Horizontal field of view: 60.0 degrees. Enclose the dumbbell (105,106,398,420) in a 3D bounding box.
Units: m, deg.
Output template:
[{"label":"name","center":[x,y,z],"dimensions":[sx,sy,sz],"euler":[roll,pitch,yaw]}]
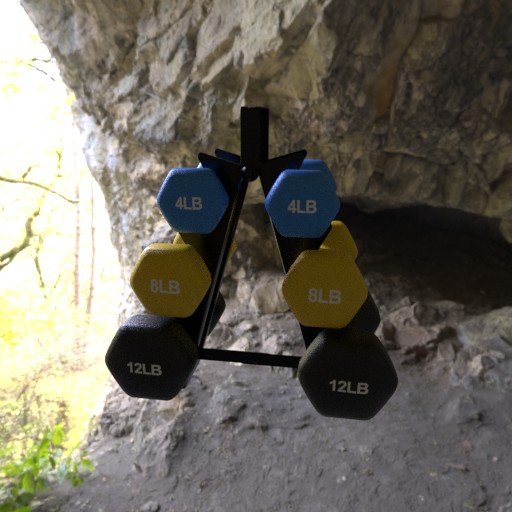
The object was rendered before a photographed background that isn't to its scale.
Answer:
[{"label":"dumbbell","center":[0.000,0.000,0.669],"dimensions":[0.409,0.426,0.255],"euler":[3,17,9]}]
